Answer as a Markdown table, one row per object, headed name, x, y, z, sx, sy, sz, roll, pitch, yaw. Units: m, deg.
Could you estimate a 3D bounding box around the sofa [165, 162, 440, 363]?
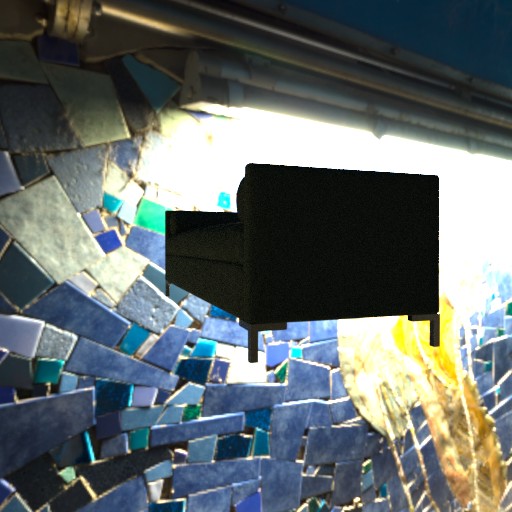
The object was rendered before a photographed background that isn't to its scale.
| name | x | y | z | sx | sy | sz | roll | pitch | yaw |
| --- | --- | --- | --- | --- | --- | --- | --- | --- | --- |
| sofa | 0.000 | 0.000 | 2.539 | 0.797 | 0.657 | 2.102 | 0 | 1 | -19 |
